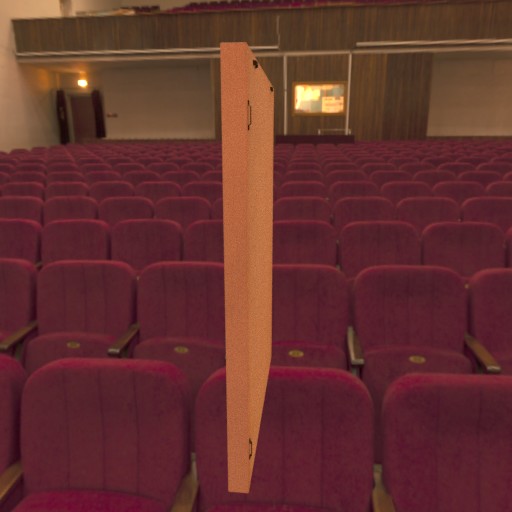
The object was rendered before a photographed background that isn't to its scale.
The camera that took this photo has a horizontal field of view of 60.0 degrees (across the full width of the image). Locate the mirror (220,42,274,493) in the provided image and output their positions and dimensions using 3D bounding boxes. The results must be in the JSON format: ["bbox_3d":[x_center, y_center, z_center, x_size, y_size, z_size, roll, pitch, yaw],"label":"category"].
[{"bbox_3d":[0.000,0.000,0.917,0.040,0.710,0.507,2,14,6],"label":"mirror"}]
